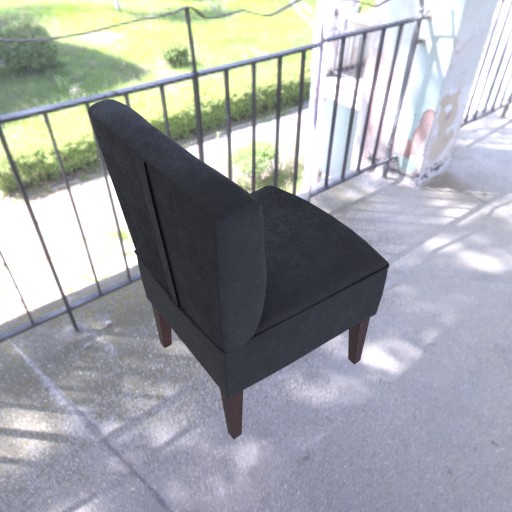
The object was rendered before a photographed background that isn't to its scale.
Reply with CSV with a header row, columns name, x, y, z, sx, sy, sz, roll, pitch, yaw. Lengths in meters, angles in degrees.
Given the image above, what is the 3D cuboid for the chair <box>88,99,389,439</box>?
name,x,y,z,sx,sy,sz,roll,pitch,yaw
chair,0.000,0.000,1.177,0.554,0.806,0.521,-27,47,-28
